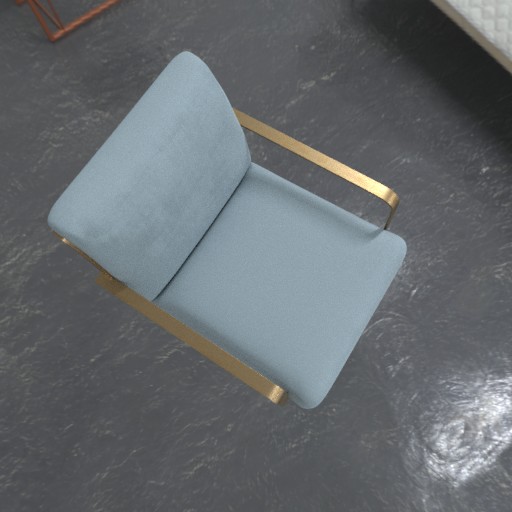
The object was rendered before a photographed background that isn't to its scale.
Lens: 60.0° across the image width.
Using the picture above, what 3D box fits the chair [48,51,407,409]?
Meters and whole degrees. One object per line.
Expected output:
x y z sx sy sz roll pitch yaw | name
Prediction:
0.000 0.000 1.450 0.842 0.824 0.701 32 77 8 | chair
